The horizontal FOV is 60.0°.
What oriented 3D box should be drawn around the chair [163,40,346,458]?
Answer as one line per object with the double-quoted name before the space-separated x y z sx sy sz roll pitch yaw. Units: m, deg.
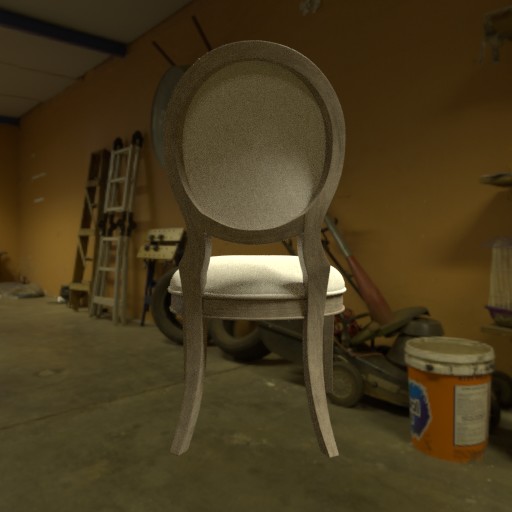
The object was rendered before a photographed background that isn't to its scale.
"chair" 0.000 0.000 1.294 0.558 0.990 0.602 0 1 2
